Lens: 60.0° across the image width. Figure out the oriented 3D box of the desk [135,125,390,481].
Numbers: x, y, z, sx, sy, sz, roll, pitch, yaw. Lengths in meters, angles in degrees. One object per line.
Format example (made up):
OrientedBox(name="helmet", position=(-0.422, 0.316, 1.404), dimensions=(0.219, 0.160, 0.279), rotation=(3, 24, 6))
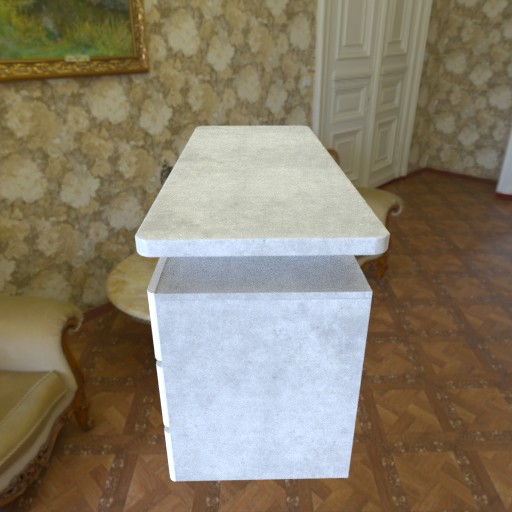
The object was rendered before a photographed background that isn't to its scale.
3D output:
OrientedBox(name="desk", position=(0.000, 0.000, 1.719), dimensions=(0.550, 0.755, 1.400), rotation=(-1, 26, -1))
